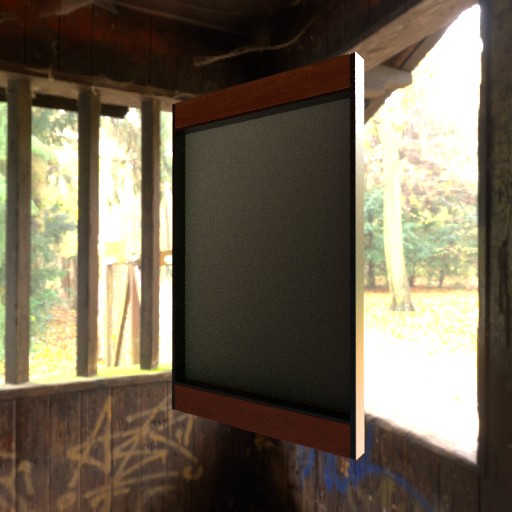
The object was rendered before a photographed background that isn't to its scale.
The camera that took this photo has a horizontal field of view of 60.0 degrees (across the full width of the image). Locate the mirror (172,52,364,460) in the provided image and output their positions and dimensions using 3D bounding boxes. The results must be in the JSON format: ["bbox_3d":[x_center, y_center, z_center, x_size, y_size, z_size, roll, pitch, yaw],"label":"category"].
[{"bbox_3d":[0.000,0.000,1.063,0.525,0.823,0.047,0,0,35],"label":"mirror"}]
